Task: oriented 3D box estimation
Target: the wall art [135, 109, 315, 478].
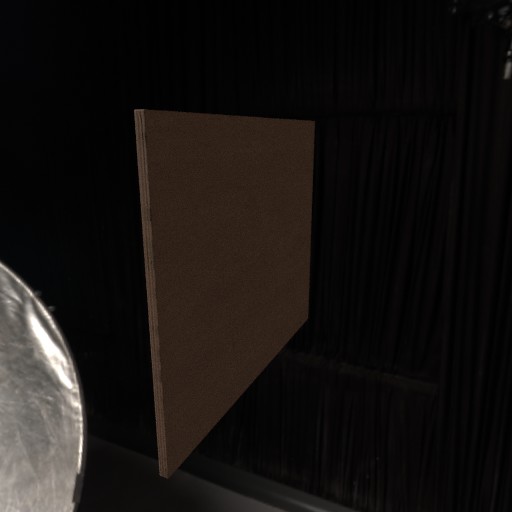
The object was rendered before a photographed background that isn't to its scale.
[{"bbox_3d":[0.000,0.000,0.684,0.012,0.408,0.508,7,17,24],"label":"wall art"}]
